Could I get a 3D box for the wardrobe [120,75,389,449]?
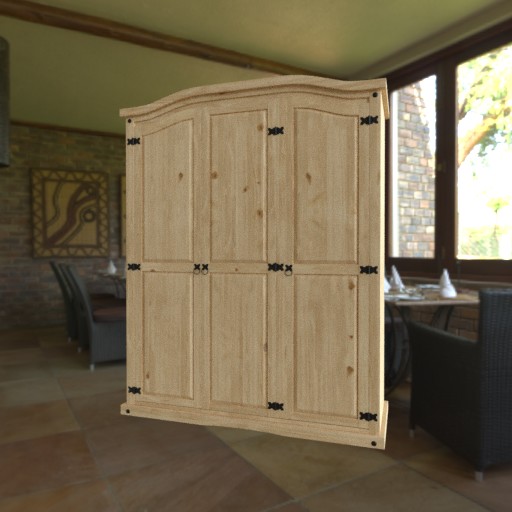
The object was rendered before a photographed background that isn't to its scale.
[{"bbox_3d":[0.000,0.000,2.641,1.500,1.870,0.570,0,1,18],"label":"wardrobe"}]
